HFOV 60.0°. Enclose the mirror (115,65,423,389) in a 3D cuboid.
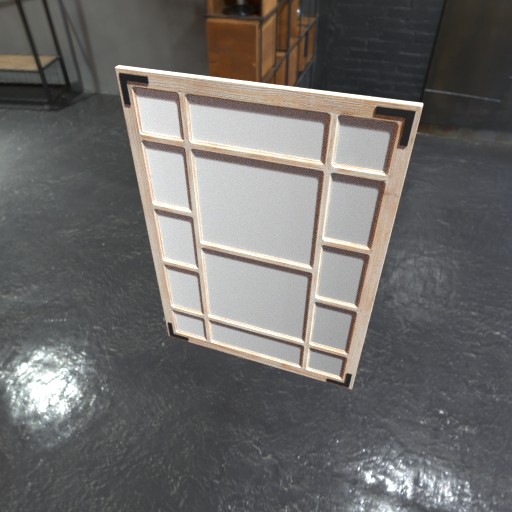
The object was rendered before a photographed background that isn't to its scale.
[{"bbox_3d":[0.000,0.000,1.295,0.705,0.996,0.025,13,42,15],"label":"mirror"}]
